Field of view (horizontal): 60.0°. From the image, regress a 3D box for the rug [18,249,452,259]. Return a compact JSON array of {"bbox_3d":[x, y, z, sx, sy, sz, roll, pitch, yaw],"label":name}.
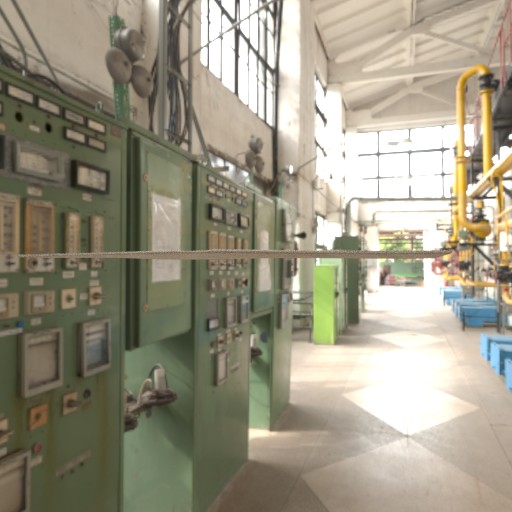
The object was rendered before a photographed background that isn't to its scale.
[{"bbox_3d":[0.000,0.000,4.695,3.626,0.051,2.757,0,-1,20],"label":"rug"}]
